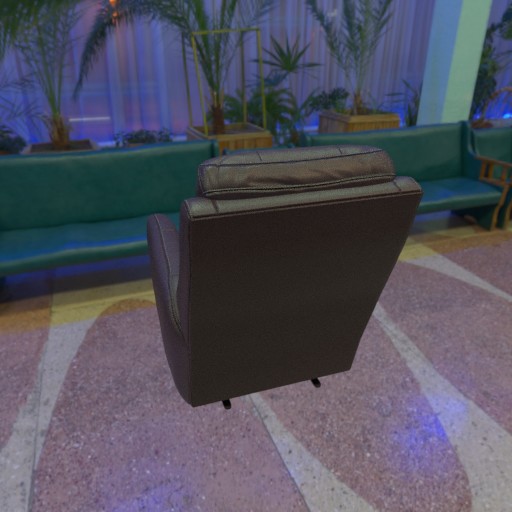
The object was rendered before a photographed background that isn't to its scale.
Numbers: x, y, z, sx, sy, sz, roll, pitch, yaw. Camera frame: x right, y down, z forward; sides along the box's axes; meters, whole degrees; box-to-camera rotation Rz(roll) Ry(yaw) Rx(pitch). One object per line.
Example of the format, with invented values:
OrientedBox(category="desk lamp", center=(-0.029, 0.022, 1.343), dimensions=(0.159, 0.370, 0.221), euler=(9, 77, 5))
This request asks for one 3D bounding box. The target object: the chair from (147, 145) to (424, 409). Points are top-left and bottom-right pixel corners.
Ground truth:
OrientedBox(category="chair", center=(0.000, 0.000, 1.800), dimensions=(0.829, 1.030, 1.080), euler=(-8, 27, -16))
